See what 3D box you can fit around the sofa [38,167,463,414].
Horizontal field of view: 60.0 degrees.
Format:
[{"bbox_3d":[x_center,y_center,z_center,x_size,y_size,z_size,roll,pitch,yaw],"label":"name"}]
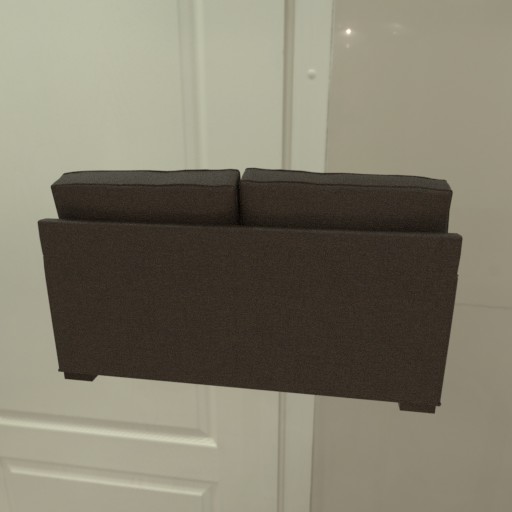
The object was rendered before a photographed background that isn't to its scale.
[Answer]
[{"bbox_3d":[0.000,0.000,2.083,1.534,0.887,0.974,3,18,8],"label":"sofa"}]
